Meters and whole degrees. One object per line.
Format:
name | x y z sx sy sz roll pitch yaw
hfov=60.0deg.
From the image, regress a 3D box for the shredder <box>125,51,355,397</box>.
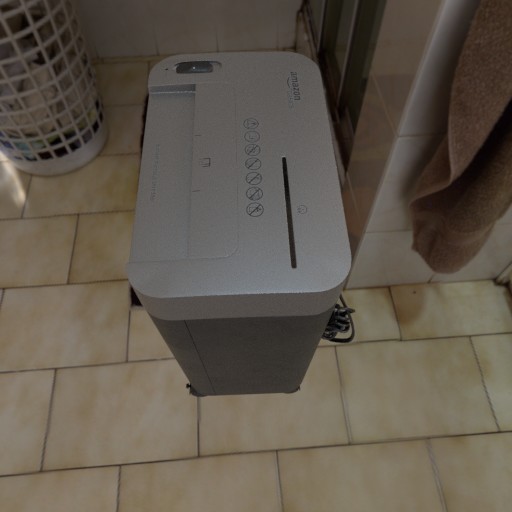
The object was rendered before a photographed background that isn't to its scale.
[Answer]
shredder | 0.000 0.000 0.618 0.237 0.419 0.311 -2 60 -1
